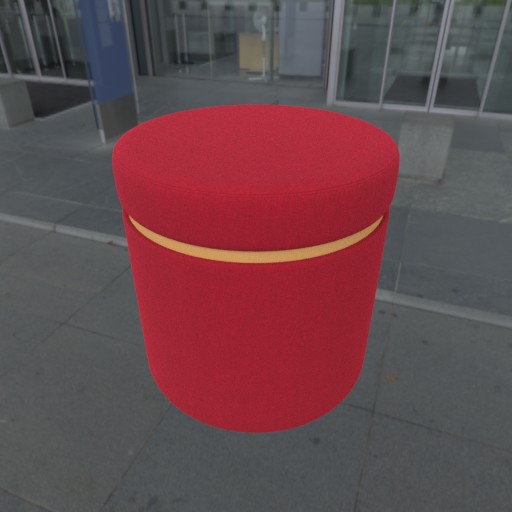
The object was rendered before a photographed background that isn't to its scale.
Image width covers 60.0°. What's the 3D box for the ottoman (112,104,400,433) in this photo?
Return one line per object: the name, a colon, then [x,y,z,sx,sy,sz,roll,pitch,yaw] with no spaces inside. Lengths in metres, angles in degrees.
ottoman: [0.000,0.000,0.733,0.400,0.406,0.400,0,32,0]
